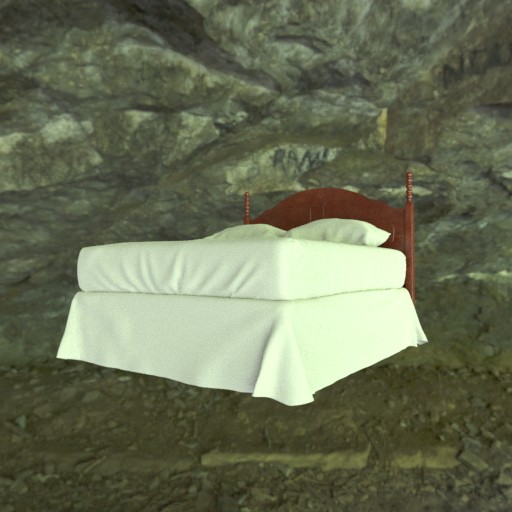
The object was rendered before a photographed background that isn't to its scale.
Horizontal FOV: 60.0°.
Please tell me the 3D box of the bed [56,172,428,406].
[{"bbox_3d":[0.000,0.000,3.156,1.873,1.356,2.040,-1,-2,35],"label":"bed"}]
